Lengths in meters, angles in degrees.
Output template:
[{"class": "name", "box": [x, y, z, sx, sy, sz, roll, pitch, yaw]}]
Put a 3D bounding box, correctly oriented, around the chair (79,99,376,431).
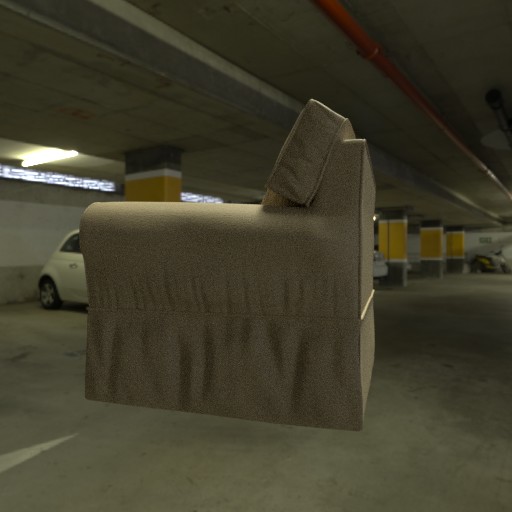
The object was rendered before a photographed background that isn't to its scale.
[{"class": "chair", "box": [0.000, 0.000, 1.776, 0.903, 0.937, 1.096, 0, 0, 17]}]
